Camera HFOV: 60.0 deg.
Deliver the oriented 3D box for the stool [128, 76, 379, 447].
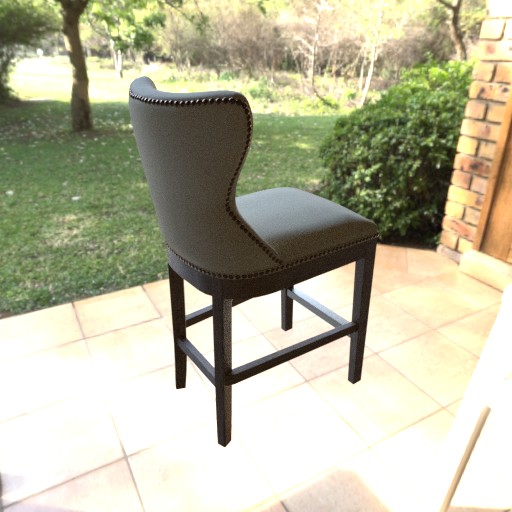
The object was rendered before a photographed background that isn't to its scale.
[{"bbox_3d":[0.000,0.000,1.310,0.608,0.981,0.498,-17,31,-31],"label":"stool"}]
